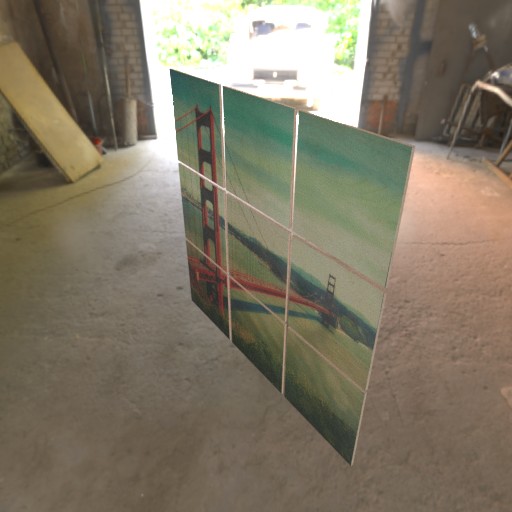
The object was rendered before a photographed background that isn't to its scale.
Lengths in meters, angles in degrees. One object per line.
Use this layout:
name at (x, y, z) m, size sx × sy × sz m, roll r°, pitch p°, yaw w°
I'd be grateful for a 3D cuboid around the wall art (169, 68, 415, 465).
wall art at (0.000, 0.000, 2.165) m, size 0.014 × 1.507 × 1.519 m, roll -21°, pitch 38°, yaw -29°
